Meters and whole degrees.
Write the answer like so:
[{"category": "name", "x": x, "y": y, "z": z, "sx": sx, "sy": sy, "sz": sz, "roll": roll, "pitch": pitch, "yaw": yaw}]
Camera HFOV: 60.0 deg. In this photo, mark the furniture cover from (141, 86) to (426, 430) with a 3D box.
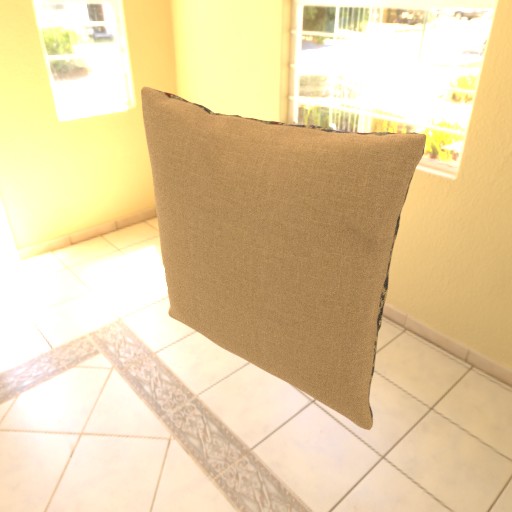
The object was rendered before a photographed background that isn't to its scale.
[{"category": "furniture cover", "x": 0.000, "y": 0.000, "z": 0.653, "sx": 0.431, "sy": 0.431, "sz": 0.139, "roll": 22, "pitch": 38, "yaw": 32}]
